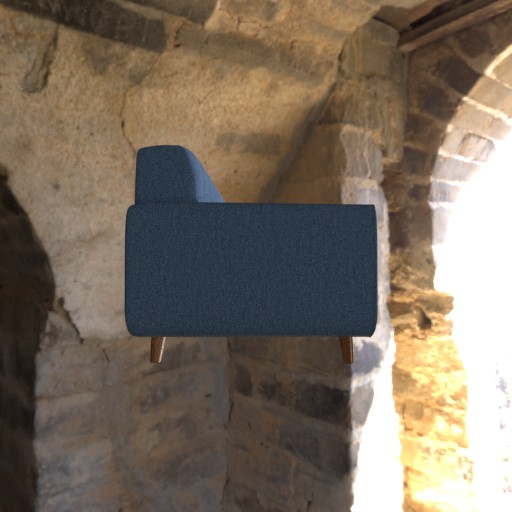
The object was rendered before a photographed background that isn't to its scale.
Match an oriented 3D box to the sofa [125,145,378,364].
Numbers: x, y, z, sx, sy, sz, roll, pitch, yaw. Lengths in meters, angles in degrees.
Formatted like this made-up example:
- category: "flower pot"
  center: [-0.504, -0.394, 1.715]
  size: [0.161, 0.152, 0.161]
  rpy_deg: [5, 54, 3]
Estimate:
- category: "sofa"
  center: [0.000, 0.000, 2.630]
  size: [0.942, 0.884, 2.055]
  rpy_deg: [0, -1, 1]
